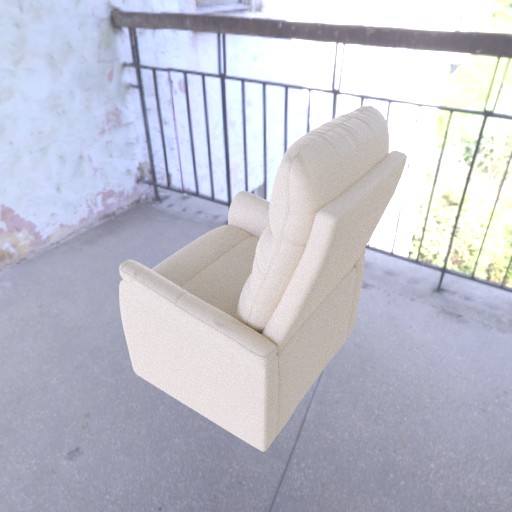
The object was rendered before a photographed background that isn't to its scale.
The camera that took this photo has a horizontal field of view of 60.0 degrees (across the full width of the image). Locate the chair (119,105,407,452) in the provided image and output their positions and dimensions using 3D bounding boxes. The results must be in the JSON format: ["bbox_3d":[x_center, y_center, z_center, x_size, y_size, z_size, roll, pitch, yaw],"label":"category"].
[{"bbox_3d":[0.000,0.000,1.659,0.831,1.082,0.775,20,38,28],"label":"chair"}]
